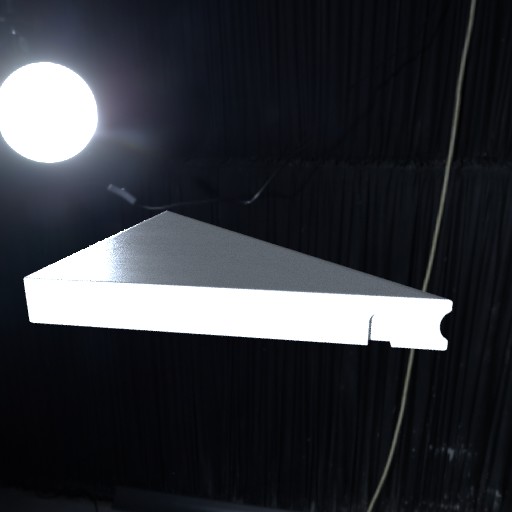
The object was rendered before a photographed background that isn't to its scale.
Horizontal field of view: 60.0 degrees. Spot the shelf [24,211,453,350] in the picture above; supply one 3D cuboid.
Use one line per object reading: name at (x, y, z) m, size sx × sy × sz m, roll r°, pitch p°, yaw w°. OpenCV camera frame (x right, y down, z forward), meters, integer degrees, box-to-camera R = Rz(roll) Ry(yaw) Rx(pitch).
shelf at (0.000, 0.000, 0.443) m, size 0.296 × 0.035 × 0.296 m, roll 2°, pitch 16°, yaw 9°
